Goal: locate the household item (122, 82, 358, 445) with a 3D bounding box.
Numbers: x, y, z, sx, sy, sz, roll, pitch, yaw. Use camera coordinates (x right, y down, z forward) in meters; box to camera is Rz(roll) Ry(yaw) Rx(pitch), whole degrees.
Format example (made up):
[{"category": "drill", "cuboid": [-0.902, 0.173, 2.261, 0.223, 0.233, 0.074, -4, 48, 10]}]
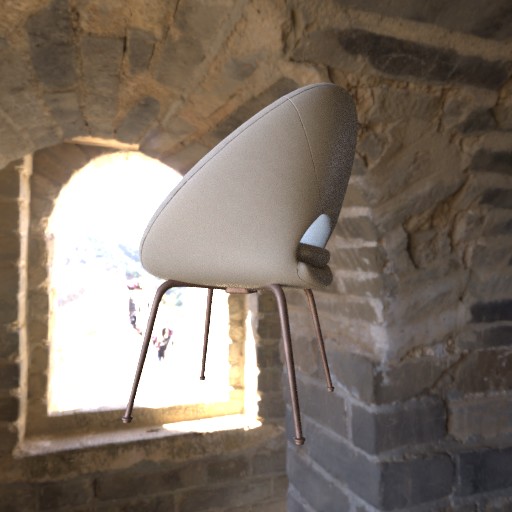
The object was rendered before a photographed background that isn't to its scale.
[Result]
[{"category": "household item", "cuboid": [0.000, 0.000, 1.272, 0.573, 0.852, 0.623, -1, -2, 18]}]
